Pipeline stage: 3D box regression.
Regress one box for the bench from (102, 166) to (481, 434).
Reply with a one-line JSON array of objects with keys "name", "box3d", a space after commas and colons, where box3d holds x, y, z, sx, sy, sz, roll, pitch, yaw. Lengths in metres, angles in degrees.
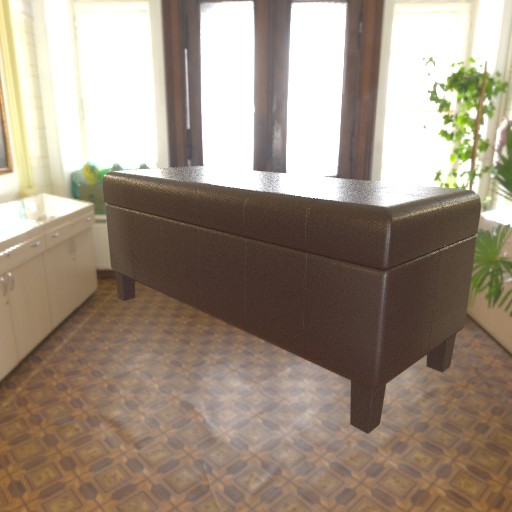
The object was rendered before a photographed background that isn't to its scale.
[{"name": "bench", "box3d": [0.000, 0.000, 1.324, 0.429, 0.457, 1.092, -14, 21, -42]}]
